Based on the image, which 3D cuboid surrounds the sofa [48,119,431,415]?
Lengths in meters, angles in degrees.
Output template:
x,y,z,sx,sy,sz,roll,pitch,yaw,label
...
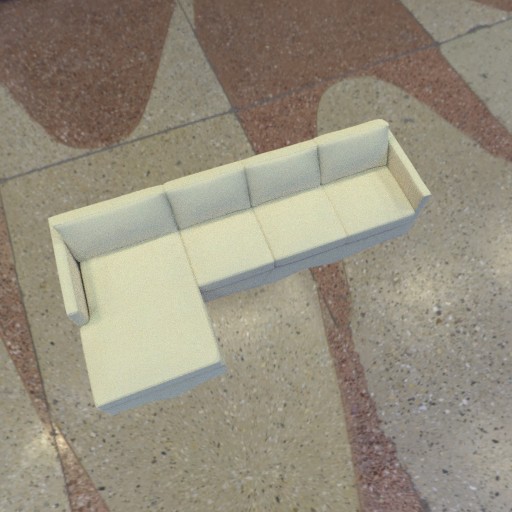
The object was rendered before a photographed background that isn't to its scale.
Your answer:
x,y,z,sx,sy,sz,roll,pitch,yaw,label
0.000,0.000,3.887,3.205,0.922,1.650,-18,65,-9,sofa
